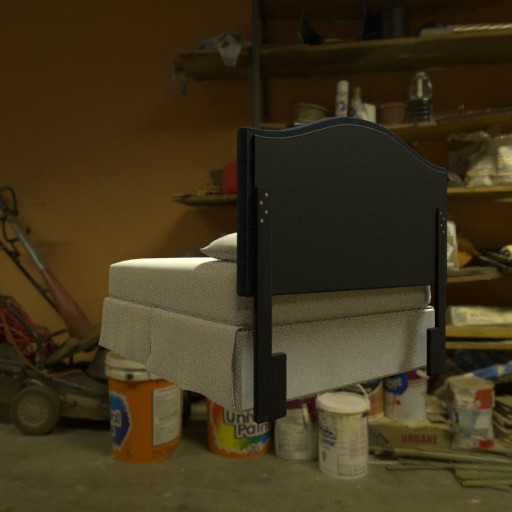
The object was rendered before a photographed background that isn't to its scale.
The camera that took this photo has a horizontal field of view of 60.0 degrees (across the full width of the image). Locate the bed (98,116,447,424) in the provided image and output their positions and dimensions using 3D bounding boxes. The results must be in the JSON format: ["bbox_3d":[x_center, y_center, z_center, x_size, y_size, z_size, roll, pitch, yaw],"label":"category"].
[{"bbox_3d":[0.000,0.000,3.313,1.713,1.518,2.153,0,0,-36],"label":"bed"}]
